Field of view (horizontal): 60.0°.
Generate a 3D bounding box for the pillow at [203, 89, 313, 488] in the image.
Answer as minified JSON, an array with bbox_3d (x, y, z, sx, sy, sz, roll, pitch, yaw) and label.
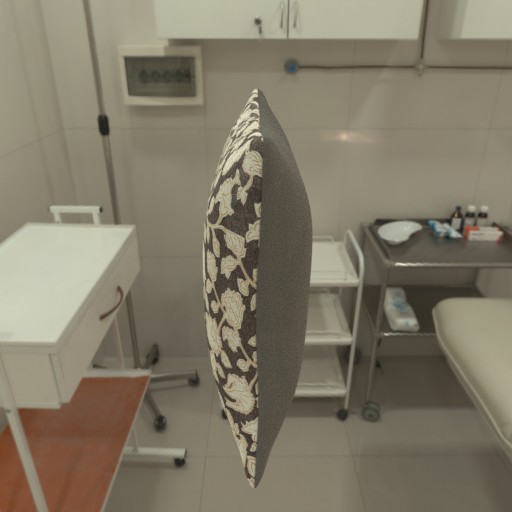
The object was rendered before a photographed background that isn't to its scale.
[{"bbox_3d":[0.000,0.000,0.775,0.166,0.507,0.526,0,26,0],"label":"pillow"}]
